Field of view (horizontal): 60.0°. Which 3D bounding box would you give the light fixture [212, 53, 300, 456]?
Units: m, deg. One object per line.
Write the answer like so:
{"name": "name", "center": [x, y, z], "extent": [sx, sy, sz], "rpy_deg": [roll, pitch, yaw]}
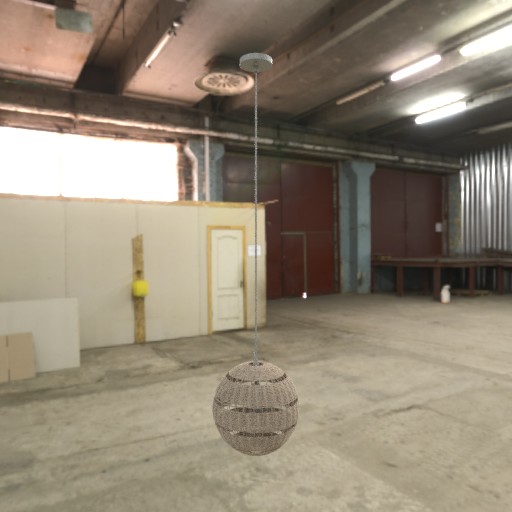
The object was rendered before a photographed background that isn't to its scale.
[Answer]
{"name": "light fixture", "center": [0.000, 0.000, 2.296], "extent": [0.457, 2.019, 0.457], "rpy_deg": [0, 1, -2]}
